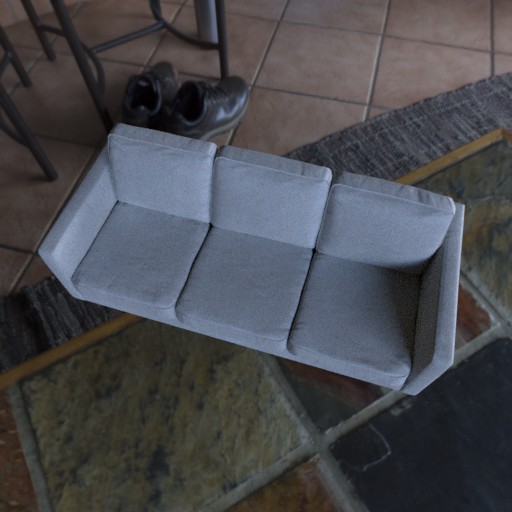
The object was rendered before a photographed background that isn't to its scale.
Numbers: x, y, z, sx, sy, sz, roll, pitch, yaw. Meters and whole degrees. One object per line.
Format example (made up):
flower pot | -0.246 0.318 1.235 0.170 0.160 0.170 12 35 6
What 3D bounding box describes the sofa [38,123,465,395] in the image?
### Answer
sofa | 0.000 0.000 2.424 1.983 0.918 0.944 14 60 9
